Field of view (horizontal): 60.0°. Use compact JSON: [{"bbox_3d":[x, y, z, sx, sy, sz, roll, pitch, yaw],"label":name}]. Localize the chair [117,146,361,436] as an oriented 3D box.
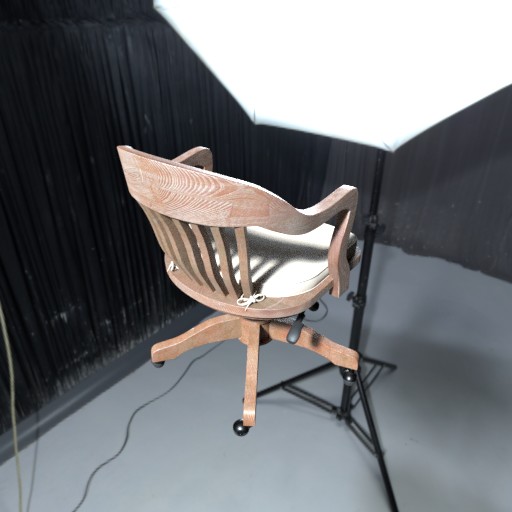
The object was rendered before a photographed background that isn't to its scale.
[{"bbox_3d":[0.000,0.000,1.476,0.750,0.878,0.788,22,37,33],"label":"chair"}]
